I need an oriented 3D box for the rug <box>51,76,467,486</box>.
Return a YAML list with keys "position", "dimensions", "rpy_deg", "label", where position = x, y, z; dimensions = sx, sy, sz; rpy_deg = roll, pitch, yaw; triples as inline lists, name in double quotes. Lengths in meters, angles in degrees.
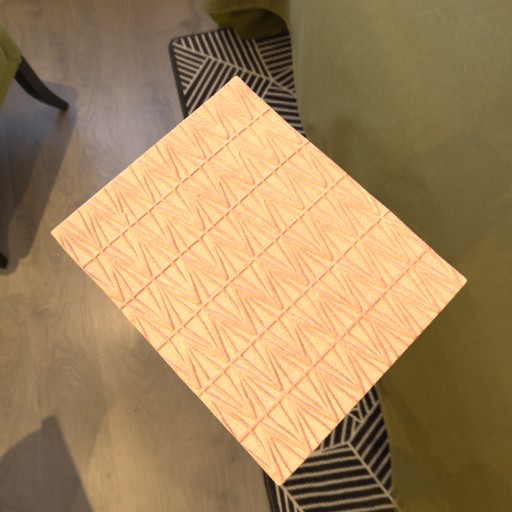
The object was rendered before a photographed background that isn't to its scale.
- position: [0.000, 0.000, 4.101]
  dimensions: [2.453, 0.043, 3.052]
  rpy_deg: [-44, 79, -11]
  label: "rug"
